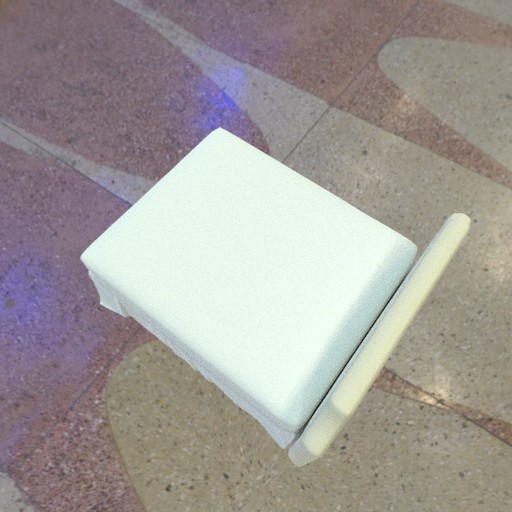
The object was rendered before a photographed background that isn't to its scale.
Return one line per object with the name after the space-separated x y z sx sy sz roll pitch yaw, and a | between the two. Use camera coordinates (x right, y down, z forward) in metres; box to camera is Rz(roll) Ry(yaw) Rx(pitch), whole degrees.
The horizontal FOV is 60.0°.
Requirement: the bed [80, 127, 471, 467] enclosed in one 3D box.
0.000 0.000 3.257 2.209 1.296 1.827 34 68 16 | bed
